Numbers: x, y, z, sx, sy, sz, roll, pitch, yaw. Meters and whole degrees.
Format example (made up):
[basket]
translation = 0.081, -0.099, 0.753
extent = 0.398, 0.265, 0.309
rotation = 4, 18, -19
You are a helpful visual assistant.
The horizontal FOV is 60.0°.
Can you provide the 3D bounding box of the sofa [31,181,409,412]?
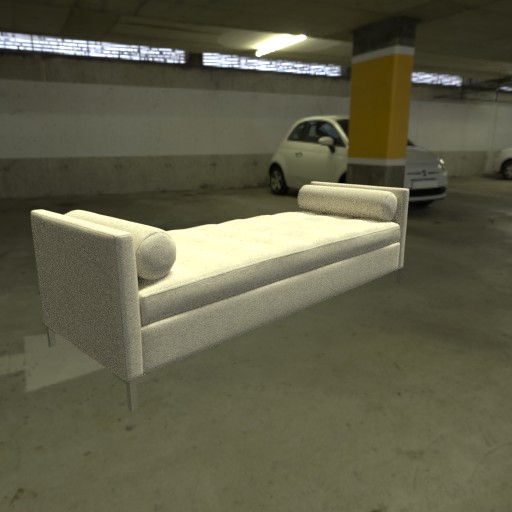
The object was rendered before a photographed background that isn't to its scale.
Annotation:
[sofa]
translation = 0.000, 0.000, 2.488
extent = 0.797, 0.655, 2.102
rotation = 14, 20, 43
